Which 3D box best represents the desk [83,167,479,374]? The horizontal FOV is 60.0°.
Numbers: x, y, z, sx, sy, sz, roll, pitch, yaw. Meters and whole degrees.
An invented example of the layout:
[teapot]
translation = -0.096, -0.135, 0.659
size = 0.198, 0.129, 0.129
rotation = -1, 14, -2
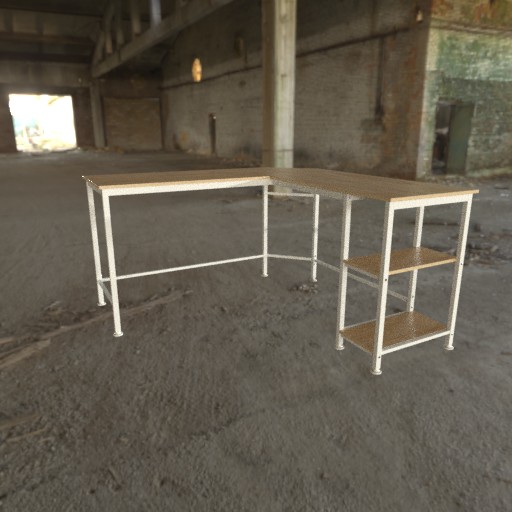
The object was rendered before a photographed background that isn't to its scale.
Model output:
[desk]
translation = 0.000, 0.000, 2.226
size = 1.379, 0.739, 1.379
rotation = -9, 18, -27
